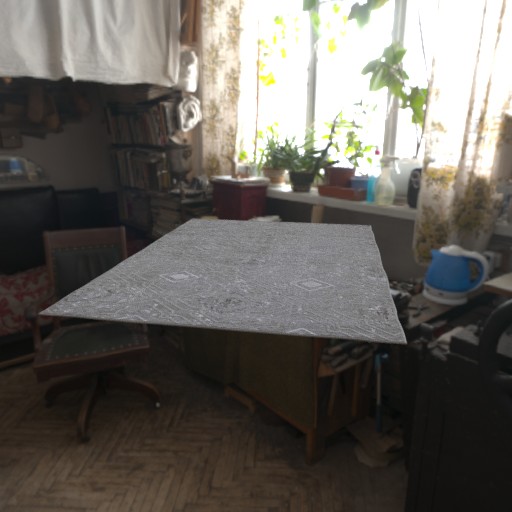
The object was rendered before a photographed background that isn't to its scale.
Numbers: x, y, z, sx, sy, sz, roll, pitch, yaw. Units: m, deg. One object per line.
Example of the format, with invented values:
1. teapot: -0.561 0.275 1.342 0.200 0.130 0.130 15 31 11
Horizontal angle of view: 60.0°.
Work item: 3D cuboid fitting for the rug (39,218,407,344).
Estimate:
1. rug: 0.000 0.000 4.423 2.448 0.020 3.359 3 17 10
